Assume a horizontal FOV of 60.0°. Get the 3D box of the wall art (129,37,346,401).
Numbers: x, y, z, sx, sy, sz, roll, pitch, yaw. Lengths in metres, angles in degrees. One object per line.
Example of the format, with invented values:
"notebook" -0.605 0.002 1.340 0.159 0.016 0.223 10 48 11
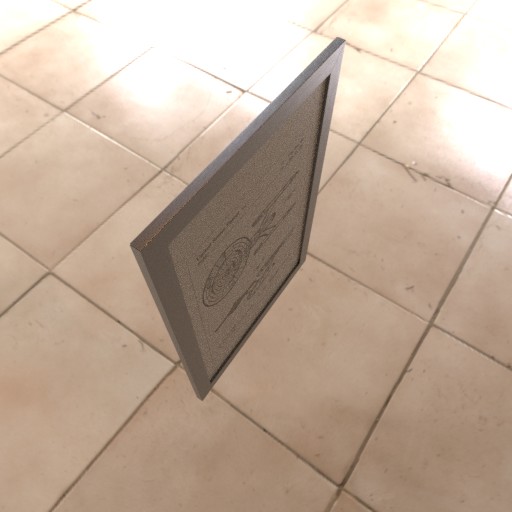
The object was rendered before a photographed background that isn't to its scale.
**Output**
"wall art" 0.000 0.000 0.694 0.013 0.529 0.376 30 63 17
